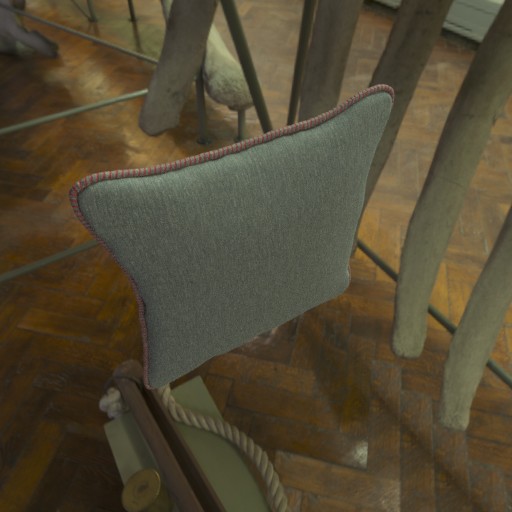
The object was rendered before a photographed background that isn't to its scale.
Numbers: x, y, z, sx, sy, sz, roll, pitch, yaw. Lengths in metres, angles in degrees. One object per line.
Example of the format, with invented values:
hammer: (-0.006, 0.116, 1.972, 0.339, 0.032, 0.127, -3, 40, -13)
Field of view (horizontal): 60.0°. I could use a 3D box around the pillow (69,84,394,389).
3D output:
pillow: (0.000, 0.000, 0.739, 0.482, 0.491, 0.124, -24, 51, -21)
